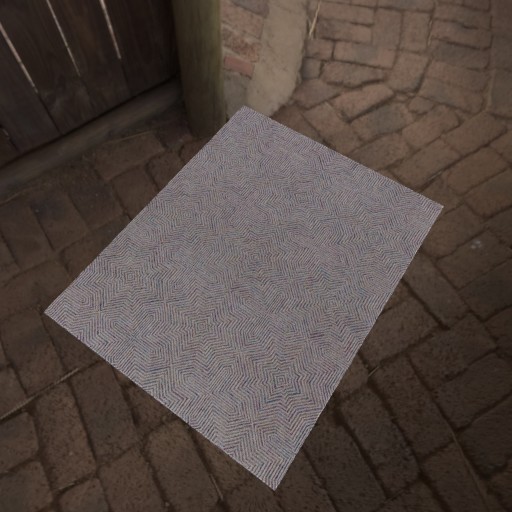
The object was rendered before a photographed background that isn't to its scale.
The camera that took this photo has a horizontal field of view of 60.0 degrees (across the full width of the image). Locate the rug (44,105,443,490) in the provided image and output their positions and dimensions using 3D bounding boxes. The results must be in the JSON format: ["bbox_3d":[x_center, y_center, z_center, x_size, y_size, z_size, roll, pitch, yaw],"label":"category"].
[{"bbox_3d":[0.000,0.000,4.160,2.442,0.008,3.046,31,67,15],"label":"rug"}]
